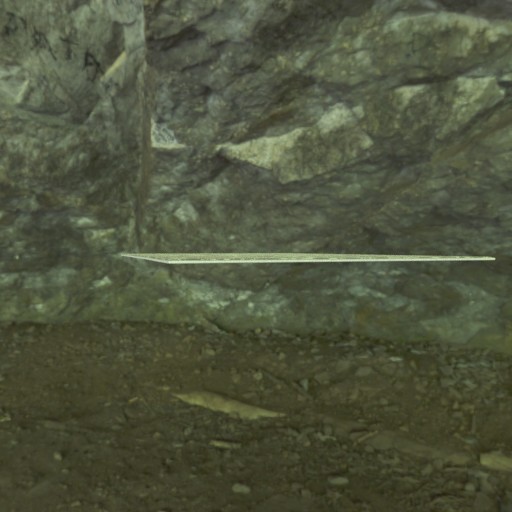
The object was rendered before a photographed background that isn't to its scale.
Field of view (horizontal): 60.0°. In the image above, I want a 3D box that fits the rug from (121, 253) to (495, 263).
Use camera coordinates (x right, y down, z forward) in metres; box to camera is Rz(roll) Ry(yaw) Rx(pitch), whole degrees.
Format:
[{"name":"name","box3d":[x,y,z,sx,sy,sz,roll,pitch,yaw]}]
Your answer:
[{"name":"rug","box3d":[0.000,0.000,2.279,1.206,0.012,1.824,0,1,-21]}]
